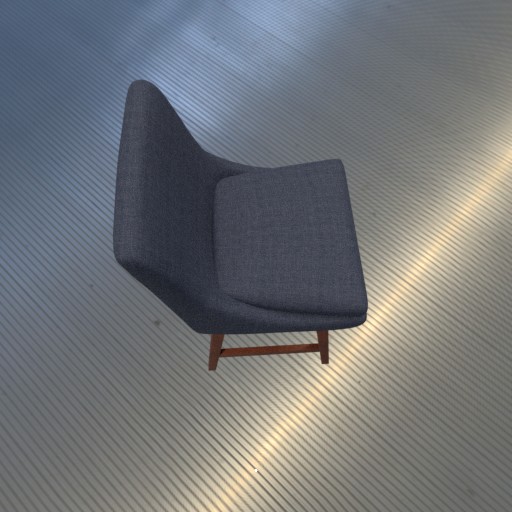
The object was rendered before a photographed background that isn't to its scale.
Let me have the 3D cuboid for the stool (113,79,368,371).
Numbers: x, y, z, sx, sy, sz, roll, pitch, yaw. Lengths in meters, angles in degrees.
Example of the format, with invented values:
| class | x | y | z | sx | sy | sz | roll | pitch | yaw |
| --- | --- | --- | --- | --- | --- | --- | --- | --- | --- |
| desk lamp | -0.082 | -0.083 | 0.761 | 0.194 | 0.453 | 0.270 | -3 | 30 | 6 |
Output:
| class | x | y | z | sx | sy | sz | roll | pitch | yaw |
| --- | --- | --- | --- | --- | --- | --- | --- | --- | --- |
| stool | 0.000 | 0.000 | 1.224 | 0.524 | 0.895 | 0.467 | -3 | 64 | -1 |
